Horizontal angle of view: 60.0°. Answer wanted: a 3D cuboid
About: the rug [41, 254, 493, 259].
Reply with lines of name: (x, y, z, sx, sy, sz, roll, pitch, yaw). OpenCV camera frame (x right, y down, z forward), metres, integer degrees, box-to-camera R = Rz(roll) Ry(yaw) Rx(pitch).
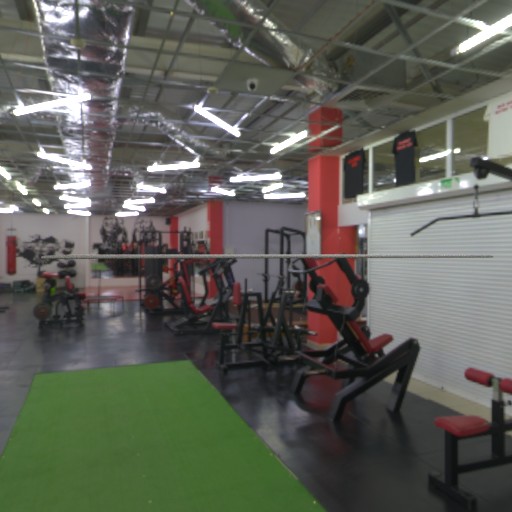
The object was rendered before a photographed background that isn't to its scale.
rug: (0.000, 0.000, 2.285, 1.847, 0.012, 1.224, 0, 0, -18)
